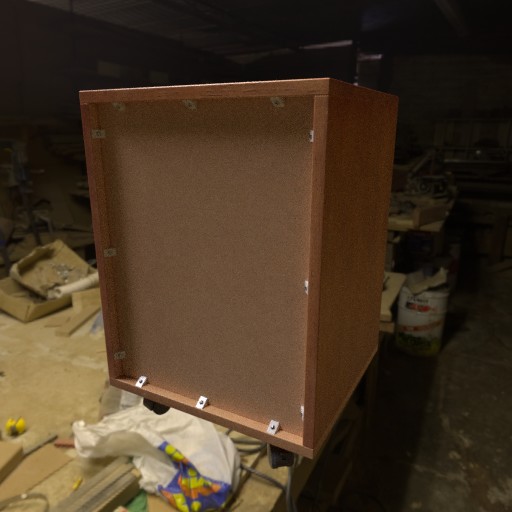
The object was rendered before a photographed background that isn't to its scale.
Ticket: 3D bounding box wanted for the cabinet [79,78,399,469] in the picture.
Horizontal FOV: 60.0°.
[{"bbox_3d":[0.000,0.000,0.845,0.409,0.579,0.401,9,18,27],"label":"cabinet"}]
